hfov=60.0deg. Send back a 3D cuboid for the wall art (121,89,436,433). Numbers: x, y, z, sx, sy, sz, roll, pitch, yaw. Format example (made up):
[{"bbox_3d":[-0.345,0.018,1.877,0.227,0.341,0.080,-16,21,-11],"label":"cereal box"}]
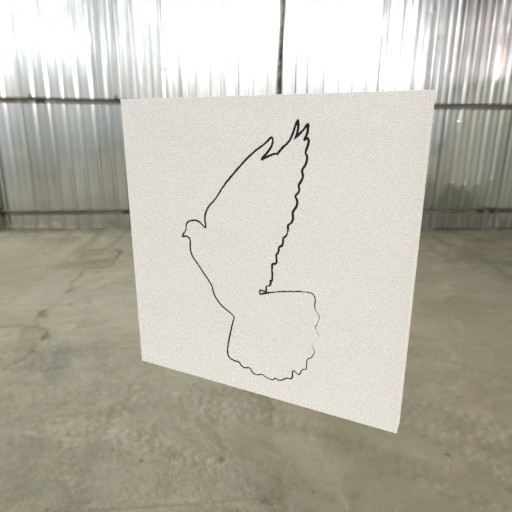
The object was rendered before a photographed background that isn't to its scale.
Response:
[{"bbox_3d":[0.000,0.000,0.895,0.610,0.610,0.038,8,18,25],"label":"wall art"}]
